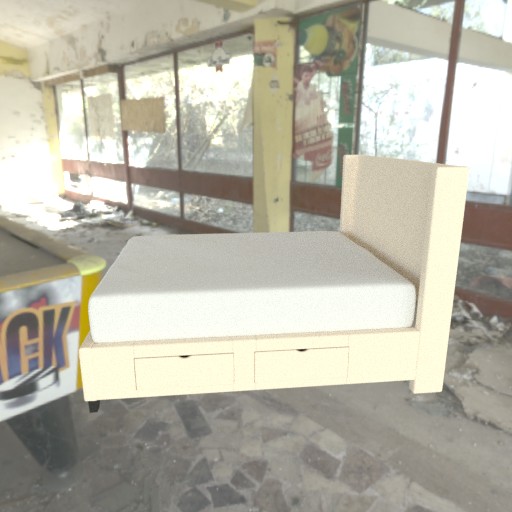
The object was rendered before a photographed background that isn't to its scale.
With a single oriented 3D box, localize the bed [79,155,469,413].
[{"bbox_3d":[0.000,0.000,3.458,2.280,1.471,1.765,-2,15,-6],"label":"bed"}]
